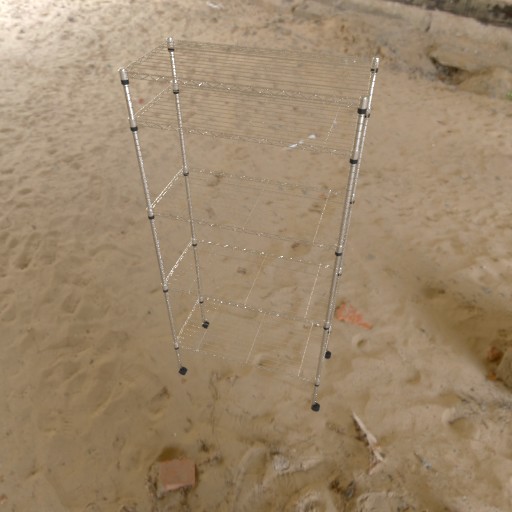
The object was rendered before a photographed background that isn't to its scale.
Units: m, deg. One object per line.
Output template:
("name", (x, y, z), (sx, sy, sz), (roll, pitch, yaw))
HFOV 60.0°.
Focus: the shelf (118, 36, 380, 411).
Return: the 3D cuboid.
("shelf", (0.000, 0.000, 1.890), (0.762, 1.587, 0.356), (11, 43, 13))
